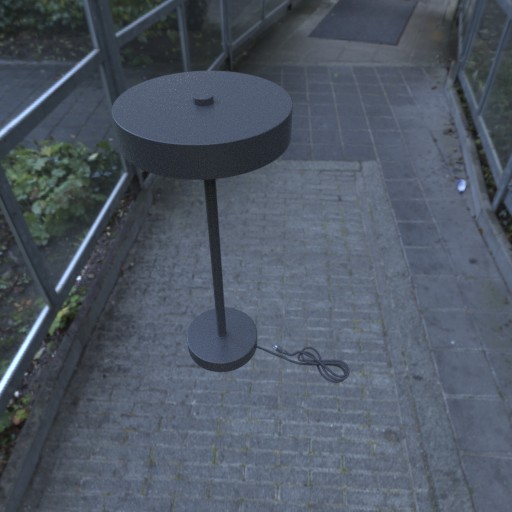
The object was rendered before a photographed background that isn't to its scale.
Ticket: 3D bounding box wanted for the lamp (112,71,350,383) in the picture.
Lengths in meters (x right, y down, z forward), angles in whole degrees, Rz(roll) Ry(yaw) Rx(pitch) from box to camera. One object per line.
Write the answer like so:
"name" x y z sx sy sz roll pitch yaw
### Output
"lamp" 0.000 0.000 0.714 0.369 0.508 0.229 12 43 13
